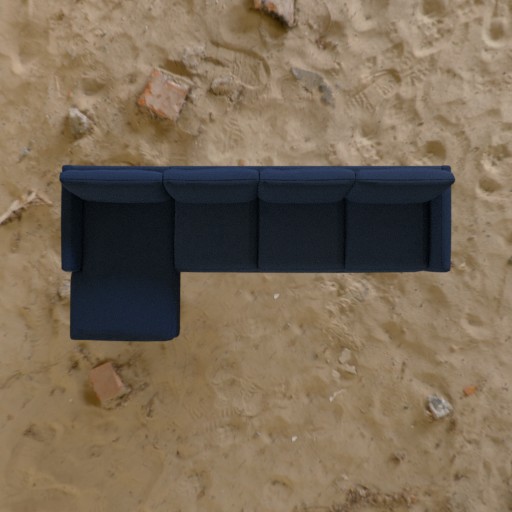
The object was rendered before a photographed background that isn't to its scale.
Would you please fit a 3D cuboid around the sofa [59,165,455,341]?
[{"bbox_3d":[0.000,0.000,2.890,2.450,0.679,1.128,0,90,0],"label":"sofa"}]
